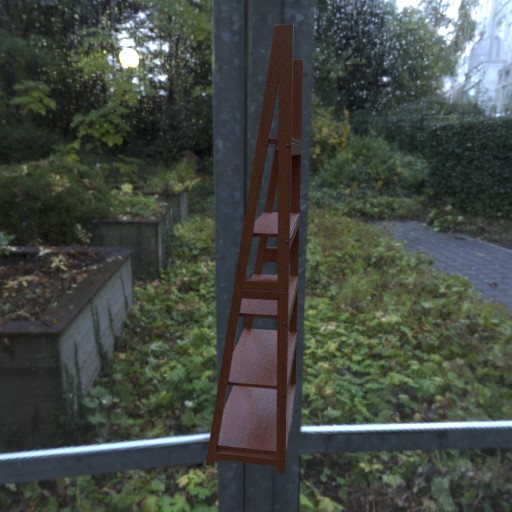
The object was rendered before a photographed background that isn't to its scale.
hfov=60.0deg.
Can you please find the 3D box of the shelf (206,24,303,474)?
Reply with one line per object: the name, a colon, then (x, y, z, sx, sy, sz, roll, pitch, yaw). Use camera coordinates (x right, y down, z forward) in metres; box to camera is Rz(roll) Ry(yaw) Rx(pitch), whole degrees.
shelf: (0.000, 0.000, 2.038, 0.356, 1.780, 0.630, 2, 14, 9)
